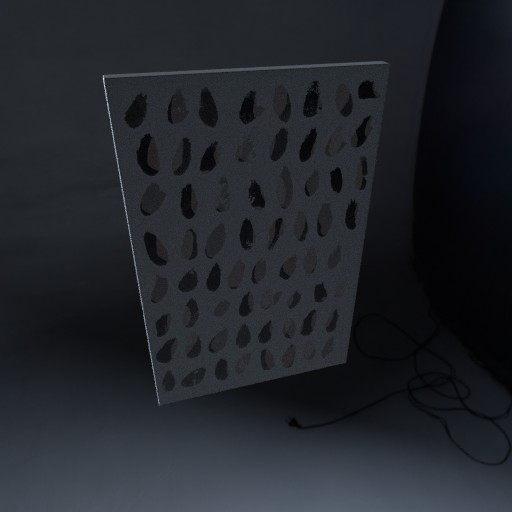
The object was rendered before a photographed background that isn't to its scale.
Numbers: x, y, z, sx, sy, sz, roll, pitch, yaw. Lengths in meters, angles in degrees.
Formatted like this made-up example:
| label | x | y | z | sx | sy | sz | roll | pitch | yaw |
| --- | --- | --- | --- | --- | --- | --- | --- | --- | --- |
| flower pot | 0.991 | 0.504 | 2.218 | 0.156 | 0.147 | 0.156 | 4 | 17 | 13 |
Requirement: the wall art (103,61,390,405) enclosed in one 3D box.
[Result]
| label | x | y | z | sx | sy | sz | roll | pitch | yaw |
| --- | --- | --- | --- | --- | --- | --- | --- | --- | --- |
| wall art | 0.000 | 0.000 | 0.772 | 0.405 | 0.608 | 0.025 | -9 | 33 | -14 |
